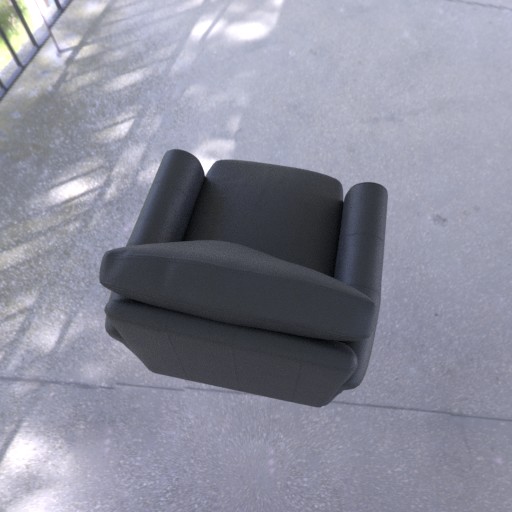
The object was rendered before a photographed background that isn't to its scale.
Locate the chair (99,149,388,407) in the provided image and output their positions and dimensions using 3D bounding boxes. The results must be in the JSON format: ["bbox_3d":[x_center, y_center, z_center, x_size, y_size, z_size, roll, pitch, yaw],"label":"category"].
[{"bbox_3d":[0.000,0.000,1.812,1.015,0.960,1.027,15,64,8],"label":"chair"}]
